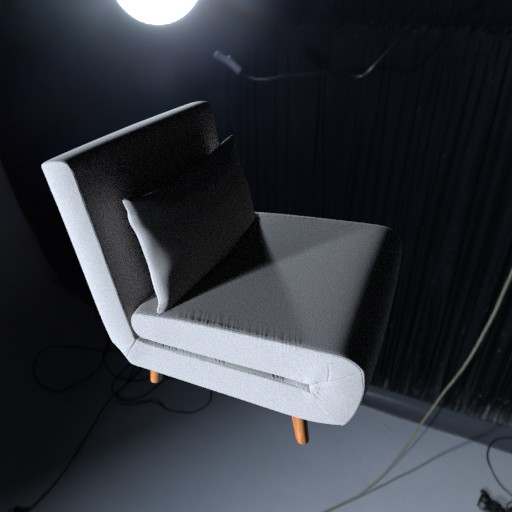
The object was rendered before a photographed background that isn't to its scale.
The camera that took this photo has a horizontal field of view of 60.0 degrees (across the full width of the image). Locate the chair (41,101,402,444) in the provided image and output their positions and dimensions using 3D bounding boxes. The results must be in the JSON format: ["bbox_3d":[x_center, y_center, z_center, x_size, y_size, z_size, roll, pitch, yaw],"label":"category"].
[{"bbox_3d":[0.000,0.000,1.474,0.902,0.808,0.770,12,33,19],"label":"chair"}]
